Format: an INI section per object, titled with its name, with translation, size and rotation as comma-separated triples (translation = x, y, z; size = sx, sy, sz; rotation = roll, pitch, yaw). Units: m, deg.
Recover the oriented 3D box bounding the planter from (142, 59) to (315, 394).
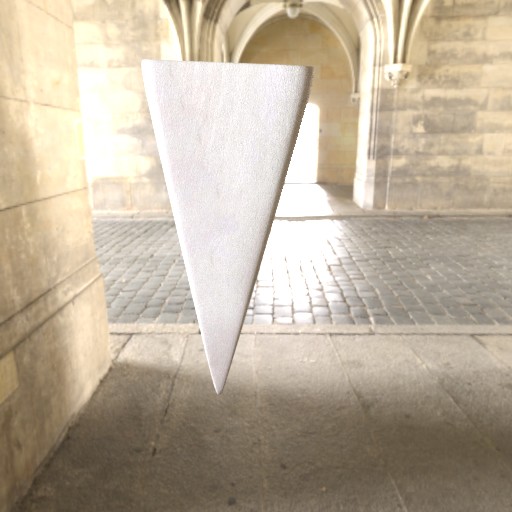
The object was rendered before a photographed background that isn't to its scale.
[planter]
translation = 0.000, 0.000, 0.277
size = 0.081, 0.224, 0.101
rotation = 13, 19, 42
